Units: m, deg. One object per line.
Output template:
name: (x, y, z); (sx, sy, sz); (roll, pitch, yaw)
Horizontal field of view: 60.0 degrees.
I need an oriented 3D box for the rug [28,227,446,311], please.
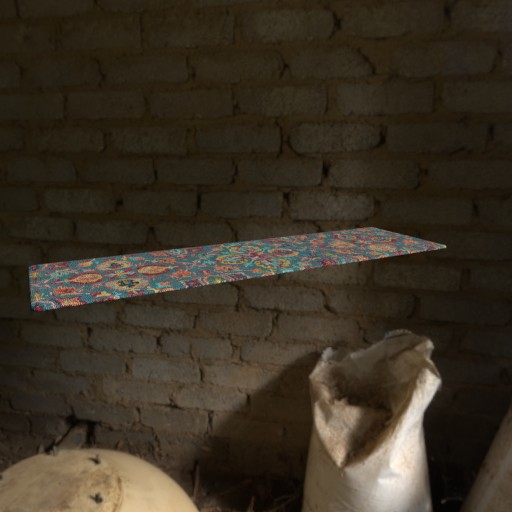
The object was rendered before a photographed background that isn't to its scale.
rug: (0.000, 0.000, 2.488); (2.286, 0.013, 0.686); (-7, 17, -26)
